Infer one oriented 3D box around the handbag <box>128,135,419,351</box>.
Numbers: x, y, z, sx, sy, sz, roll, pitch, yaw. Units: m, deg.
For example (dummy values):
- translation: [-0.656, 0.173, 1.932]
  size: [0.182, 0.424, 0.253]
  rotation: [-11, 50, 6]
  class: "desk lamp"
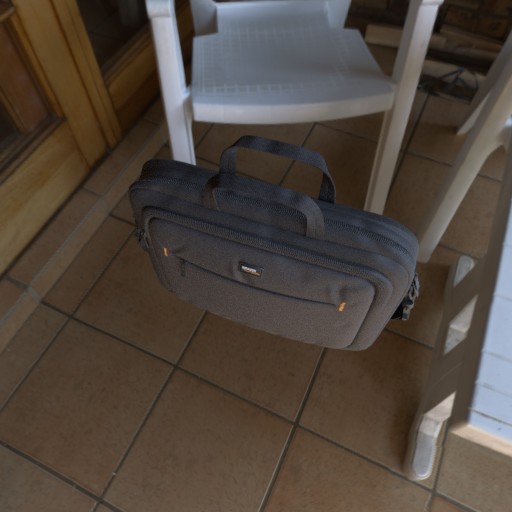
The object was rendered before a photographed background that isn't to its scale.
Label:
- translation: [0.000, 0.000, 0.437]
  size: [0.320, 0.244, 0.089]
  rotation: [17, 60, 10]
  class: "handbag"
